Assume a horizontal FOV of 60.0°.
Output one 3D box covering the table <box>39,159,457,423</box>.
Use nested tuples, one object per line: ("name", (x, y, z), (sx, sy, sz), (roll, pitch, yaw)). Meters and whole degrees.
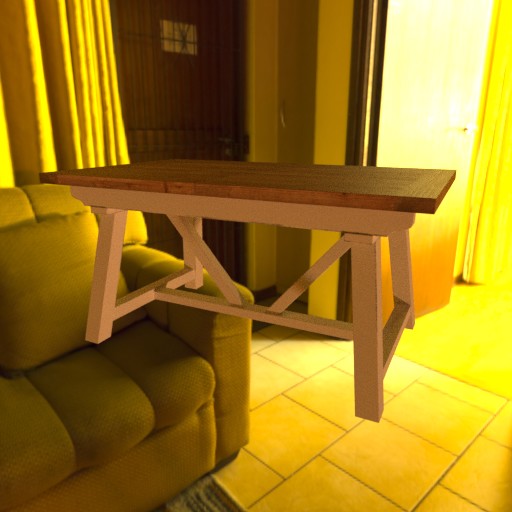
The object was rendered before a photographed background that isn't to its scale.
("table", (0.000, 0.000, 1.969), (1.503, 0.743, 0.922), (8, 18, 25))
